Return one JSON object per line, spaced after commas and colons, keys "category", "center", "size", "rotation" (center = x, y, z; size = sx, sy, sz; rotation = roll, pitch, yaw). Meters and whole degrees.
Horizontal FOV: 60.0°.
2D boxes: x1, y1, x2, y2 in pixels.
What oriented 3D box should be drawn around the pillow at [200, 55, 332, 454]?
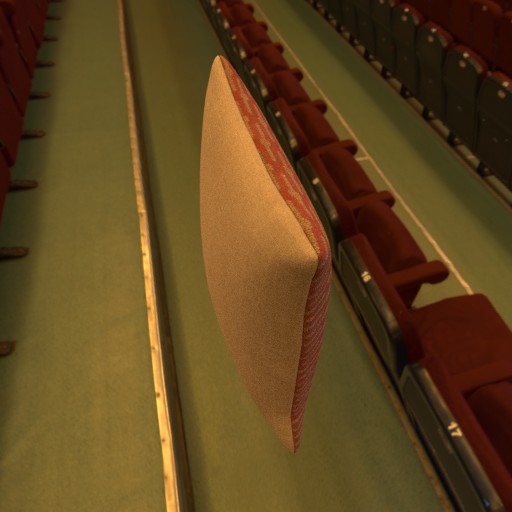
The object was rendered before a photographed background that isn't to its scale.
{"category": "pillow", "center": [0.000, 0.000, 0.775], "size": [0.182, 0.503, 0.511], "rotation": [-10, 47, -10]}
